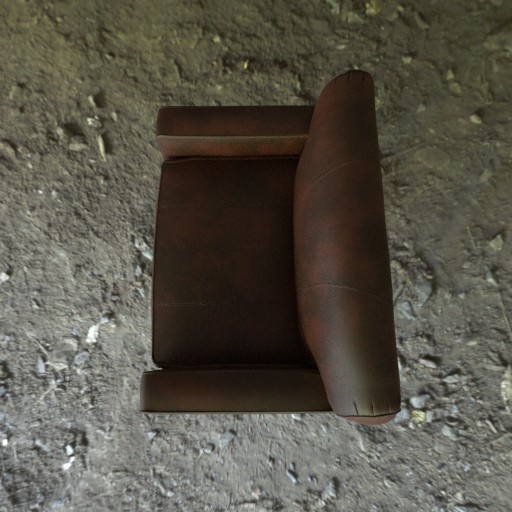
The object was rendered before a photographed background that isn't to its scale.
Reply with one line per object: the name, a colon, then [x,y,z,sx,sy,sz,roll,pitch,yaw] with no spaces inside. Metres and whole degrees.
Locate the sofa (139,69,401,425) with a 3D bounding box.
sofa: [0.000,0.000,2.059,1.000,0.956,1.413,0,75,0]
